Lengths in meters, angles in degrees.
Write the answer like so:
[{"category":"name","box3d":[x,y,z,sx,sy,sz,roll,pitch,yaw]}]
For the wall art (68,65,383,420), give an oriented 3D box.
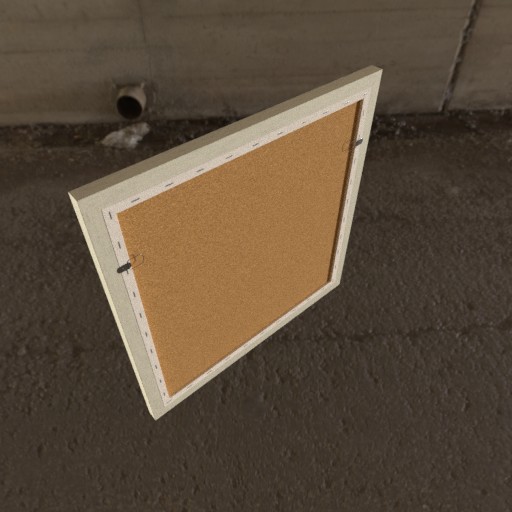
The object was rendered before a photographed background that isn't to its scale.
[{"category":"wall art","box3d":[0.000,0.000,1.521,1.016,1.016,0.045,-32,53,-28]}]
